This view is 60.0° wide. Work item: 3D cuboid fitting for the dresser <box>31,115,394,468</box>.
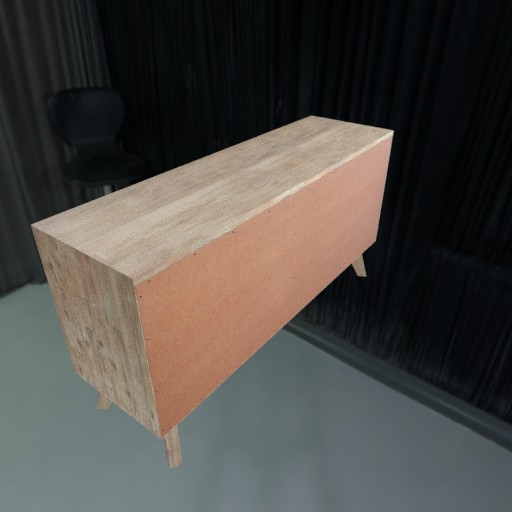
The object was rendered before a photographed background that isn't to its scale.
[{"bbox_3d":[0.000,0.000,1.902,0.455,0.805,1.554,22,38,31],"label":"dresser"}]
